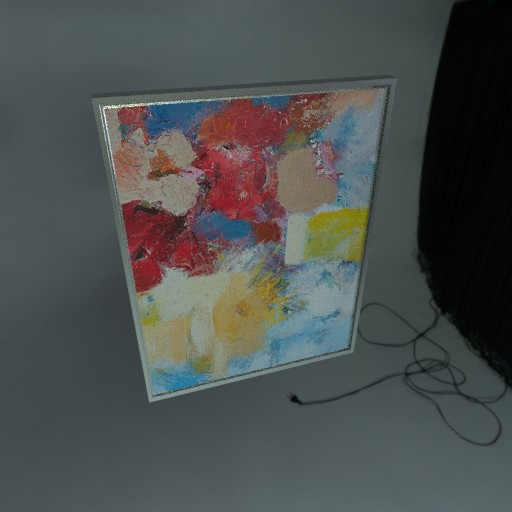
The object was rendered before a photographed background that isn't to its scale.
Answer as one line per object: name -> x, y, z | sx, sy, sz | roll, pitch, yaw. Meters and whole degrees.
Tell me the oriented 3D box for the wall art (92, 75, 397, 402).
wall art -> 0.000, 0.000, 0.778 | 0.444, 0.569, 0.025 | -10, 33, -15
